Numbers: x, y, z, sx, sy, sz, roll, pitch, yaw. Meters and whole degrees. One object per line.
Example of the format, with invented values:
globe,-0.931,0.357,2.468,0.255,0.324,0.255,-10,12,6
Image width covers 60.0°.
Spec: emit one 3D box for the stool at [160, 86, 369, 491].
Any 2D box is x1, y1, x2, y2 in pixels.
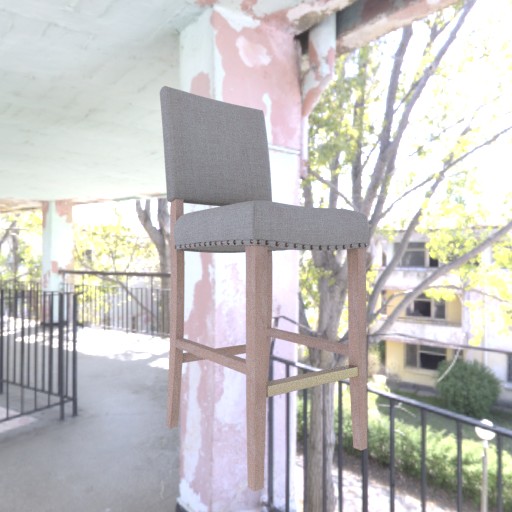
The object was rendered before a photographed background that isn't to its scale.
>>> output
stool,0.000,0.000,1.452,0.445,1.173,0.585,0,-1,-36
